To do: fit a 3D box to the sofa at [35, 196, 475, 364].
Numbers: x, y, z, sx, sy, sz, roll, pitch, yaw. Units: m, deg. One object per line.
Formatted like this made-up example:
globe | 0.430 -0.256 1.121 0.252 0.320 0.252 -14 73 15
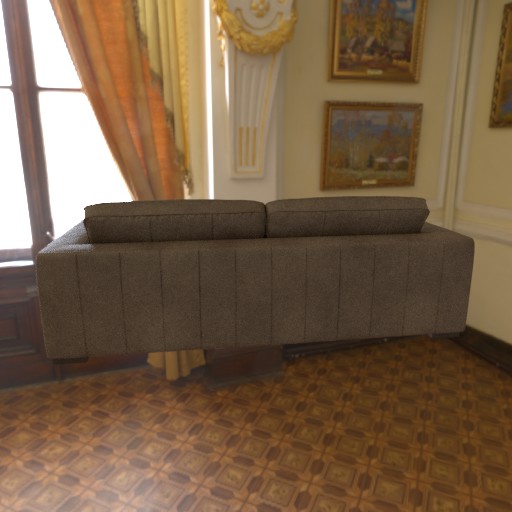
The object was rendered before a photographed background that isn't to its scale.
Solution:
sofa | 0.000 0.000 2.760 2.262 0.801 1.070 -2 15 -8
